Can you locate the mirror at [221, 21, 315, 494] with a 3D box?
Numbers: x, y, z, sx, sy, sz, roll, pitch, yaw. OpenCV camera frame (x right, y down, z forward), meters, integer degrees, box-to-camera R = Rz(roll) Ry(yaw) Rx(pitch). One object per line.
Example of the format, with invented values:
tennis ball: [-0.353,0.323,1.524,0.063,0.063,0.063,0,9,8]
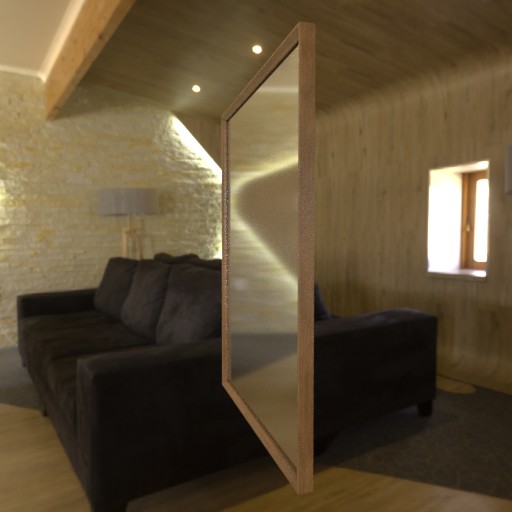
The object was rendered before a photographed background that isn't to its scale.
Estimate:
mirror: [0.000,0.000,1.320,0.041,1.016,0.762,-1,2,-17]
